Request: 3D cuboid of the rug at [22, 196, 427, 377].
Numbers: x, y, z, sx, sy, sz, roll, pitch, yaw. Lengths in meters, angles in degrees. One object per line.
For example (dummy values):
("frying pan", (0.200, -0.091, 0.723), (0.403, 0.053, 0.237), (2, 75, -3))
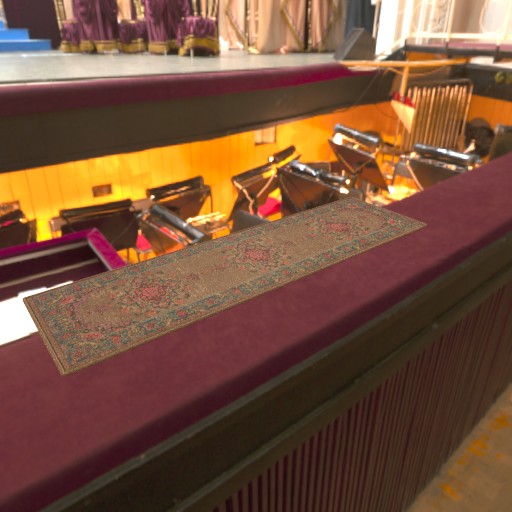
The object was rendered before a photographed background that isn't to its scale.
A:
("rug", (0.000, 0.000, 2.485), (2.297, 0.019, 0.659), (-19, 33, -32))
